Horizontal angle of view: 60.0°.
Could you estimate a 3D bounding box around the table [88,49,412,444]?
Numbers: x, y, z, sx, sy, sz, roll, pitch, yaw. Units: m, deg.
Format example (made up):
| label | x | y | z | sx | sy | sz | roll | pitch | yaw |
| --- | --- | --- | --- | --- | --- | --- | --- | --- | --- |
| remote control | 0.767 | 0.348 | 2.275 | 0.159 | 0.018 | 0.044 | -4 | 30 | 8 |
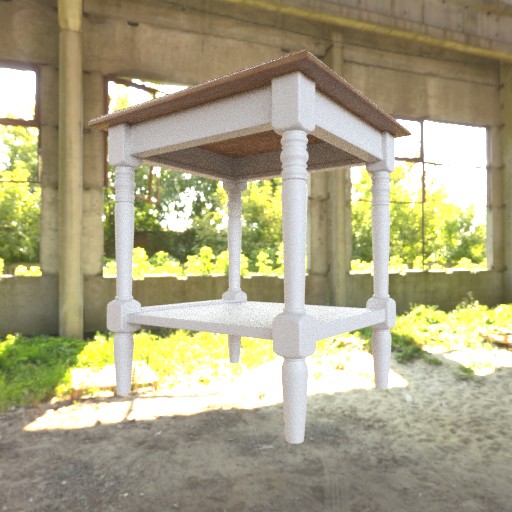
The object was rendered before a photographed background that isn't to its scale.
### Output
| label | x | y | z | sx | sy | sz | roll | pitch | yaw |
| --- | --- | --- | --- | --- | --- | --- | --- | --- | --- |
| table | 0.000 | 0.000 | 0.927 | 0.508 | 0.561 | 0.457 | -1 | -1 | 36 |
